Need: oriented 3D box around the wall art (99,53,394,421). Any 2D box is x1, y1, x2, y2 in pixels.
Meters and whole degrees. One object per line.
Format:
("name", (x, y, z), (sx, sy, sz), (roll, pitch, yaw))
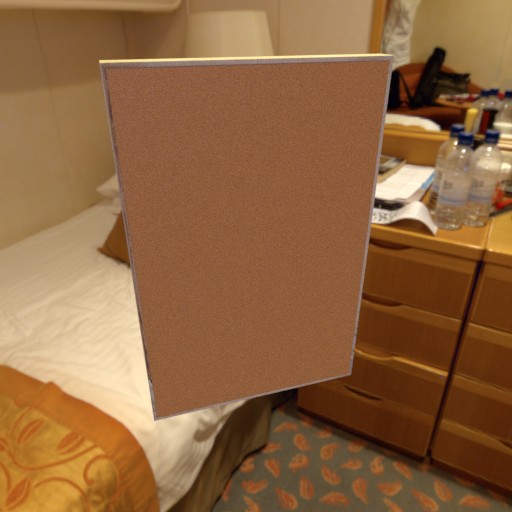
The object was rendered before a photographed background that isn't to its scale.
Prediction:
("wall art", (0.000, 0.000, 0.741), (0.403, 0.607, 0.036), (-8, 29, -15))
